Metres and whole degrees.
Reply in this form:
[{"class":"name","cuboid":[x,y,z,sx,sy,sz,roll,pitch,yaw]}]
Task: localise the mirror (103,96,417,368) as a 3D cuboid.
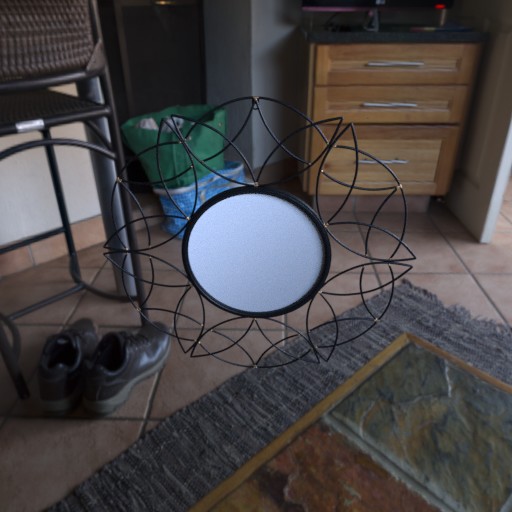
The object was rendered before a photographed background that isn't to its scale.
[{"class":"mirror","cuboid":[0.000,0.000,1.130,0.797,0.775,0.028,2,30,3]}]
